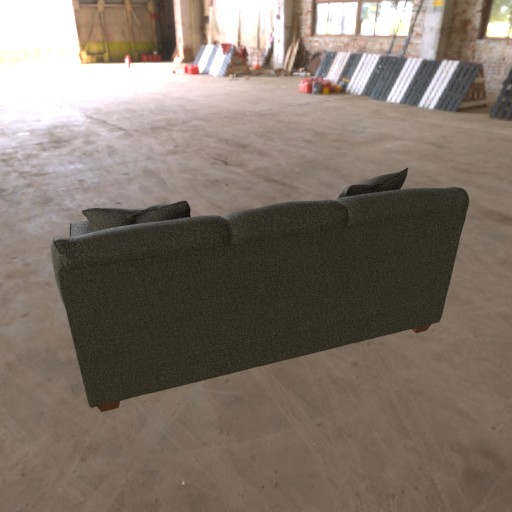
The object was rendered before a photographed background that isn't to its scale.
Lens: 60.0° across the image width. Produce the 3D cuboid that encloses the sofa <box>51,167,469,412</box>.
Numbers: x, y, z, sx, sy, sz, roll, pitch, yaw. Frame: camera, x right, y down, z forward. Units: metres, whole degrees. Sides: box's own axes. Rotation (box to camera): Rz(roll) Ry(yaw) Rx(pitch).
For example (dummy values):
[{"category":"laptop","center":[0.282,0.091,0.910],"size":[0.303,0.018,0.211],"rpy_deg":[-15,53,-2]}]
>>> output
[{"category":"sofa","center":[0.000,0.000,2.574],"size":[2.024,0.958,0.997],"rpy_deg":[-9,29,-17]}]
